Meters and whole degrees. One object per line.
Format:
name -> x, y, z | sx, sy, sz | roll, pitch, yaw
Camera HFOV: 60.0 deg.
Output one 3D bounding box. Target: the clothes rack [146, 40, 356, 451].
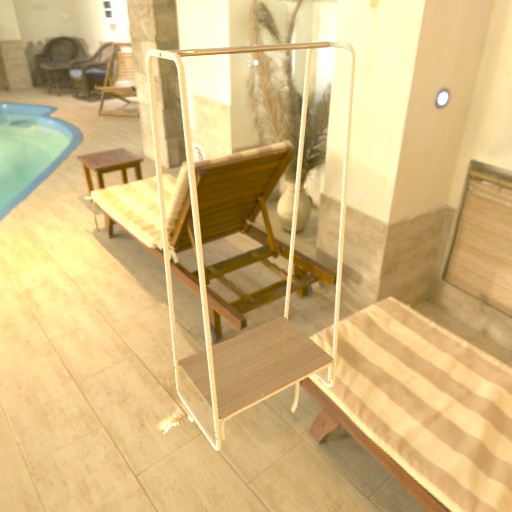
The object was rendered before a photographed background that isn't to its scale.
clothes rack -> 0.000, 0.000, 1.743 | 0.640, 1.500, 0.400 | -18, 34, -29
